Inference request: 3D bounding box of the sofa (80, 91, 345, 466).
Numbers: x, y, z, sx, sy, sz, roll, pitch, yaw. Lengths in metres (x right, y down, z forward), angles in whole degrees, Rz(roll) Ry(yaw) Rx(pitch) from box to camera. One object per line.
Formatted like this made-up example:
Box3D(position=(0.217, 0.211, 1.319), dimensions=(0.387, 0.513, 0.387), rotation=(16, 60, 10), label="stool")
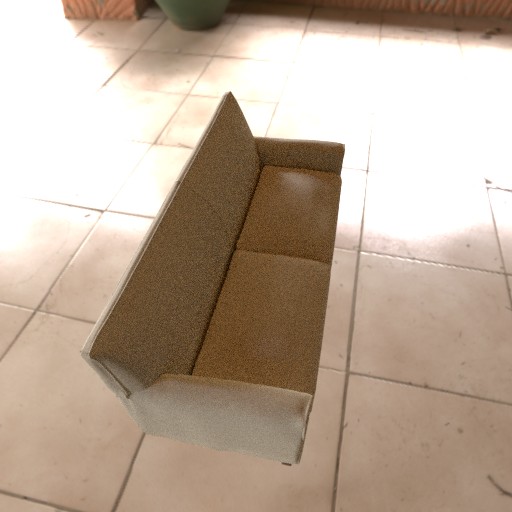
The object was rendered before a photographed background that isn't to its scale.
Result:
Box3D(position=(0.000, 0.000, 2.462), dimensions=(0.841, 0.907, 2.001), rotation=(9, 47, 8), label="sofa")
